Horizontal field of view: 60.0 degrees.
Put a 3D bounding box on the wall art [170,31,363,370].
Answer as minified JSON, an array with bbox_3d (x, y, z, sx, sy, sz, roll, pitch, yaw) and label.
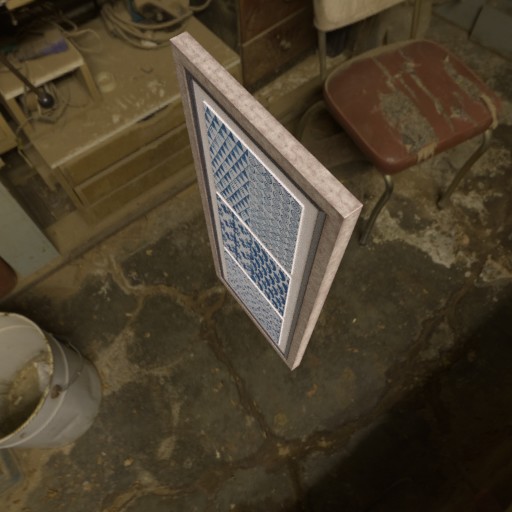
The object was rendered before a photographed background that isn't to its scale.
[{"bbox_3d":[0.000,0.000,1.652,0.051,1.461,0.648,-34,69,-15],"label":"wall art"}]
